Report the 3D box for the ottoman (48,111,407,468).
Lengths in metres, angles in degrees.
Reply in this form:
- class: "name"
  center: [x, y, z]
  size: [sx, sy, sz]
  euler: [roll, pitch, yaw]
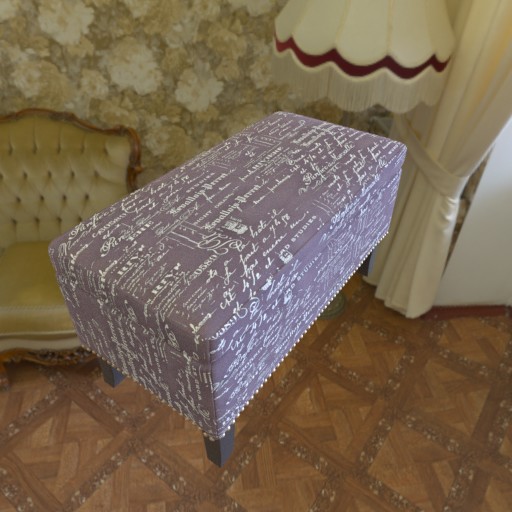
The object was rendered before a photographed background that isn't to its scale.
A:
- class: "ottoman"
  center: [0.000, 0.000, 1.101]
  size: [0.406, 0.457, 0.813]
  euler: [24, 45, 26]
